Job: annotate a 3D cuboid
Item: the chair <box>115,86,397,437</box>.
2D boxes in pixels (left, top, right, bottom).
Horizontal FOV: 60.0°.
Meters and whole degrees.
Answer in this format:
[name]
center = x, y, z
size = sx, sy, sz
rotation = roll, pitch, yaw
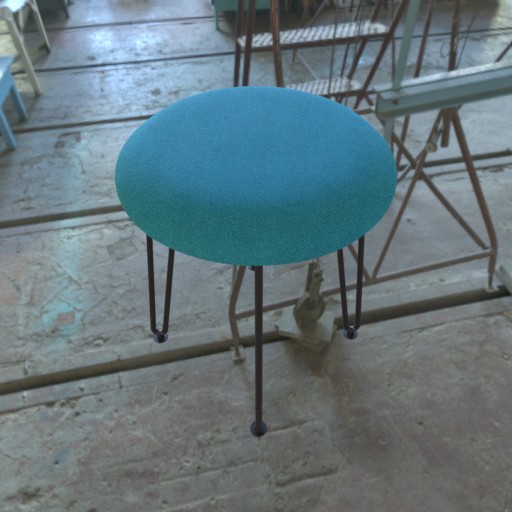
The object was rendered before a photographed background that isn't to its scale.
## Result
[chair]
center = 0.000, 0.000, 0.686
size = 0.350, 0.430, 0.350
rotation = 24, 50, 22
